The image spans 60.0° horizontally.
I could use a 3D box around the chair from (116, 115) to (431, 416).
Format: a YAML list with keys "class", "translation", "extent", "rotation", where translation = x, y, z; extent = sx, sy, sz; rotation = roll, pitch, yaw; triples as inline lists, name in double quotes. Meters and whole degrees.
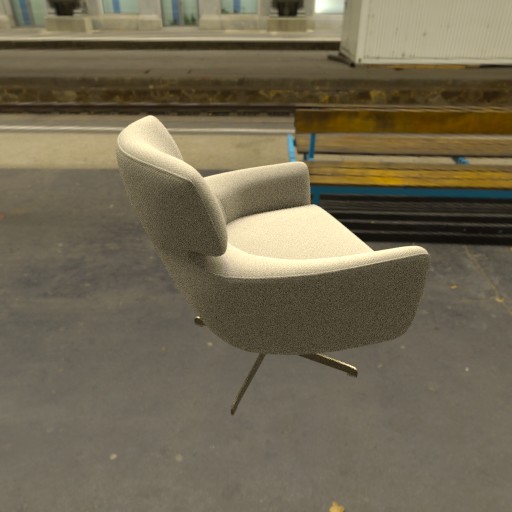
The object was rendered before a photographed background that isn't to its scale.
- class: "chair"
  translation: [0.000, 0.000, 1.383]
  extent: [0.730, 0.810, 0.760]
  rotation: [-11, 33, -18]
